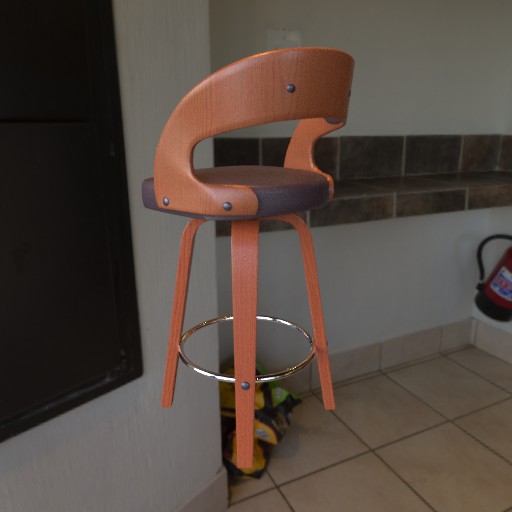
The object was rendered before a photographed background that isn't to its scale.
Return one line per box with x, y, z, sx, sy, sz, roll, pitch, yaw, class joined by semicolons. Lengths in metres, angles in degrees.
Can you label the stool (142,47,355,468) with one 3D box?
0.000;0.000;1.156;0.457;0.940;0.457;-15;22;-42;stool
